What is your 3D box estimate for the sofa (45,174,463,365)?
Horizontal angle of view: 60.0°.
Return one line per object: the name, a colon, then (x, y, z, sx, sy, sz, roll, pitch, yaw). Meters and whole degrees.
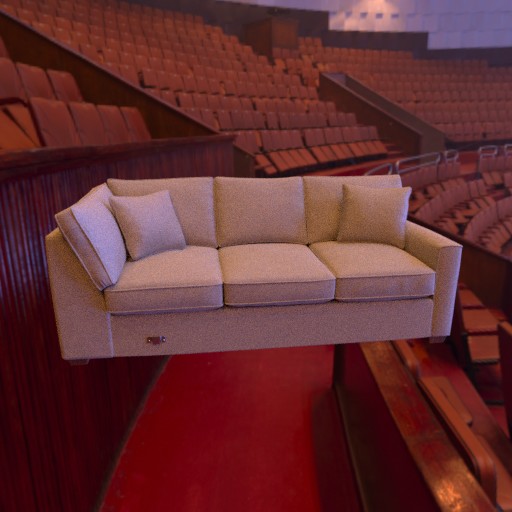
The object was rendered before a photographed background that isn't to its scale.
sofa: (0.000, 0.000, 2.918, 2.317, 0.962, 1.061, -2, 17, -7)
